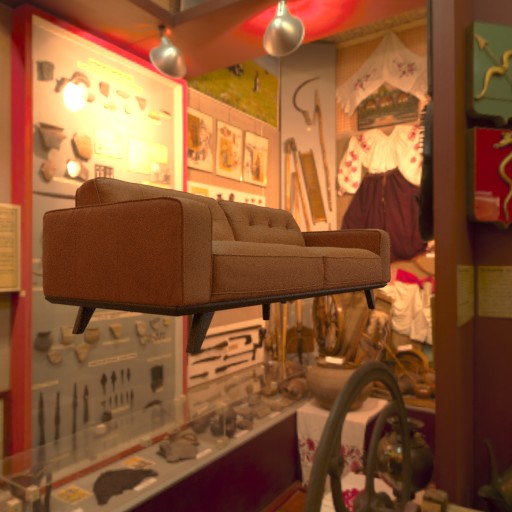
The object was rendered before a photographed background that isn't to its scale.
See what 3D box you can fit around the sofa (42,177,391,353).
[{"bbox_3d":[0.000,0.000,2.743,0.953,0.780,2.270,-1,-1,35],"label":"sofa"}]
